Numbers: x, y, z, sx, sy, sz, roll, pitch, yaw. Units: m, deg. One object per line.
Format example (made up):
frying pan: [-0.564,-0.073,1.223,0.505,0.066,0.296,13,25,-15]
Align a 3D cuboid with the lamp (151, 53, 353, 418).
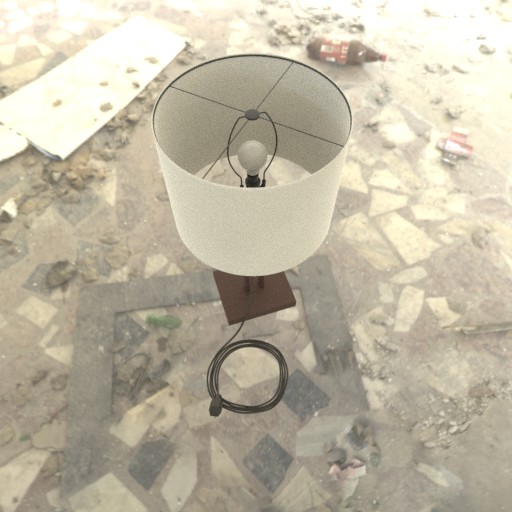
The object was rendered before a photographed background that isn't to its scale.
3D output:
lamp: [0.000,0.000,1.017,0.396,0.668,0.525,-15,59,-10]
